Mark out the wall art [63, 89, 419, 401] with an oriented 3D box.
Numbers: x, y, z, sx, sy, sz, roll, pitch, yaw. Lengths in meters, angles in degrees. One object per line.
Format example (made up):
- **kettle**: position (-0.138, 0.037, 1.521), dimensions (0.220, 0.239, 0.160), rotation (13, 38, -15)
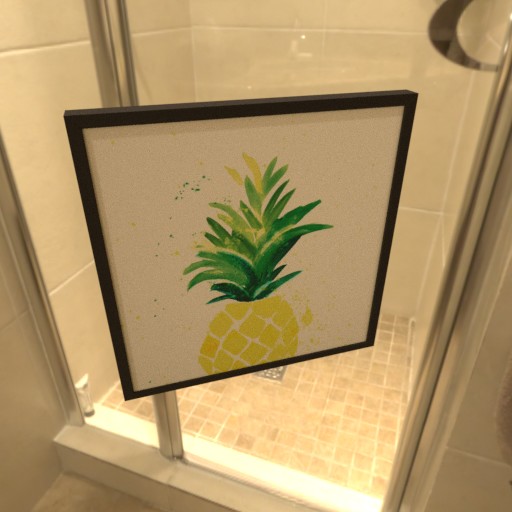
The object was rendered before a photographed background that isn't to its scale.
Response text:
- **wall art**: position (0.000, 0.000, 0.754), dimensions (0.508, 0.507, 0.033), rotation (-9, 32, -15)
